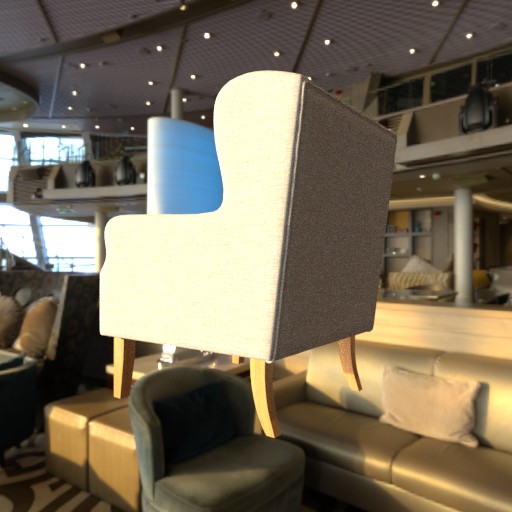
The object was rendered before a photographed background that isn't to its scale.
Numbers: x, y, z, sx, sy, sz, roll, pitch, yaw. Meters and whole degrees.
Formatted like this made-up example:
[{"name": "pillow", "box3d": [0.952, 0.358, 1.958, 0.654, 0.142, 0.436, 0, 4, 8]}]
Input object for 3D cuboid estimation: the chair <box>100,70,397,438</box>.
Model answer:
[{"name": "chair", "box3d": [0.000, 0.000, 1.504, 0.760, 0.930, 0.710, 0, 0, 38]}]
